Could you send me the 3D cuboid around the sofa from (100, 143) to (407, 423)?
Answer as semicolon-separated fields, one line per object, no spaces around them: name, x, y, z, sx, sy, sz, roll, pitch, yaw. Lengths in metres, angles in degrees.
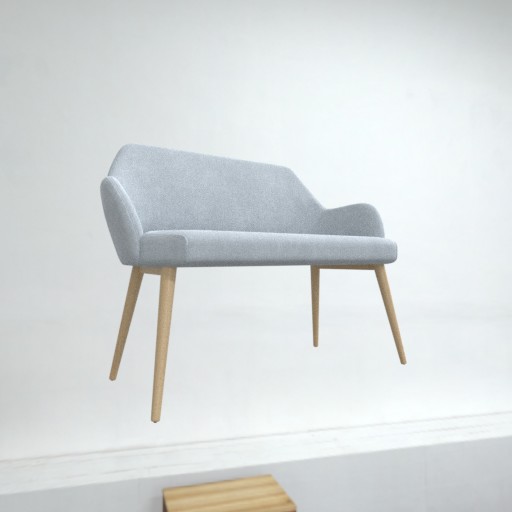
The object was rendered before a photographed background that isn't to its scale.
sofa;0.000;0.000;1.635;1.150;0.840;0.610;0;0;-36
